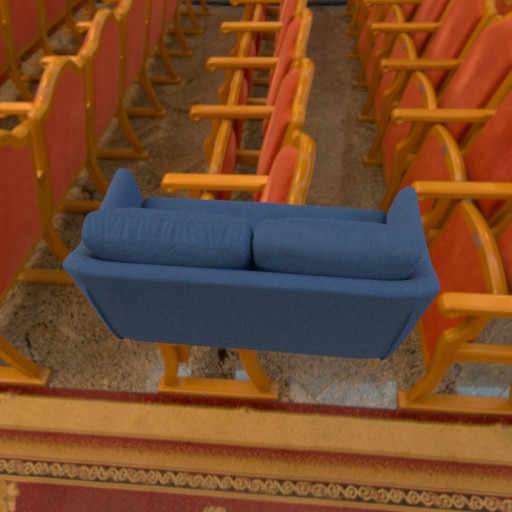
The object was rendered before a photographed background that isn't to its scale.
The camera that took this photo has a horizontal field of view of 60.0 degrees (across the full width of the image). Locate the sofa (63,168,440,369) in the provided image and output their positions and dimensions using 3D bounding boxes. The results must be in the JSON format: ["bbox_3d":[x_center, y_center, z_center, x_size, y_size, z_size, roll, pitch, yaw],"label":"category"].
[{"bbox_3d":[0.000,0.000,2.190,1.619,0.902,0.960,4,46,4],"label":"sofa"}]
